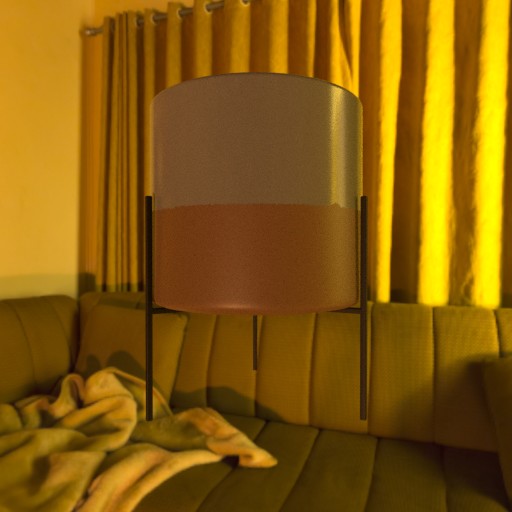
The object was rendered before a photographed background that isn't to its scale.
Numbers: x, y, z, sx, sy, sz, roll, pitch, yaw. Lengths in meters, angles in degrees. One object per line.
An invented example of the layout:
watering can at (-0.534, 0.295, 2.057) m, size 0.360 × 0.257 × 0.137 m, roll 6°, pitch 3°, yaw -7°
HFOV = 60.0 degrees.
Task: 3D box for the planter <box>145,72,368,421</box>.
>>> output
planter at (0.000, 0.000, 0.746) m, size 0.348 × 0.480 × 0.360 m, roll 0°, pitch 1°, yaw -1°
